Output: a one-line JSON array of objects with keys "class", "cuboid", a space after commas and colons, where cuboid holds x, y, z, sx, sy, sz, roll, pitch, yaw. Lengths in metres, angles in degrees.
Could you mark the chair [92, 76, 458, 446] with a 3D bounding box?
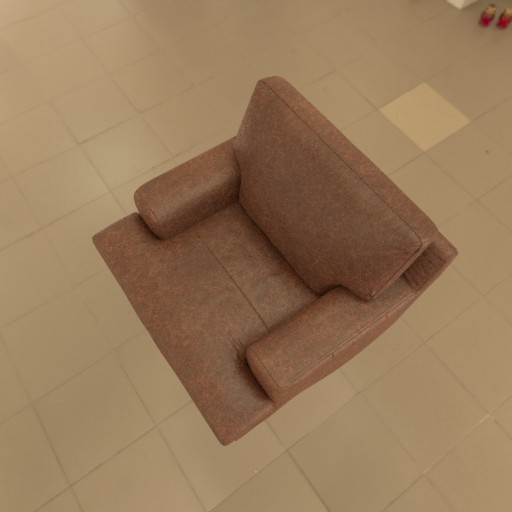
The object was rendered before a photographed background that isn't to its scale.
[{"class": "chair", "cuboid": [0.000, 0.000, 1.992, 1.143, 0.939, 1.168, -33, 68, -15]}]
